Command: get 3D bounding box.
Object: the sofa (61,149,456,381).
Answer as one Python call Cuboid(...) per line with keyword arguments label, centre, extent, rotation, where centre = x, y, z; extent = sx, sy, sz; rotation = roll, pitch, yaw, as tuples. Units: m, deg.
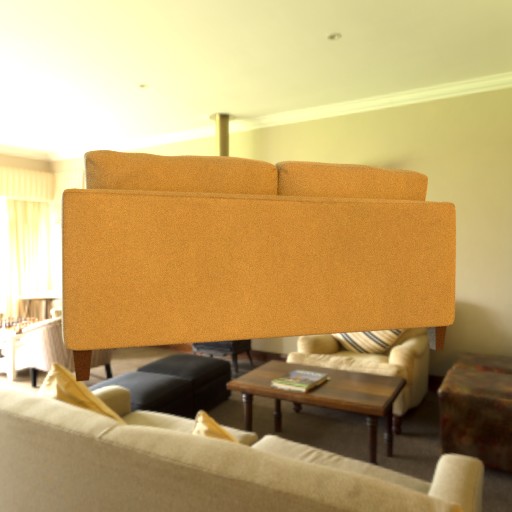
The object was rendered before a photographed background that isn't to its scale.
Cuboid(label="sofa", centre=(0.000, 0.000, 2.379), extent=(1.846, 0.940, 0.950), rotation=(0, 1, -18))
